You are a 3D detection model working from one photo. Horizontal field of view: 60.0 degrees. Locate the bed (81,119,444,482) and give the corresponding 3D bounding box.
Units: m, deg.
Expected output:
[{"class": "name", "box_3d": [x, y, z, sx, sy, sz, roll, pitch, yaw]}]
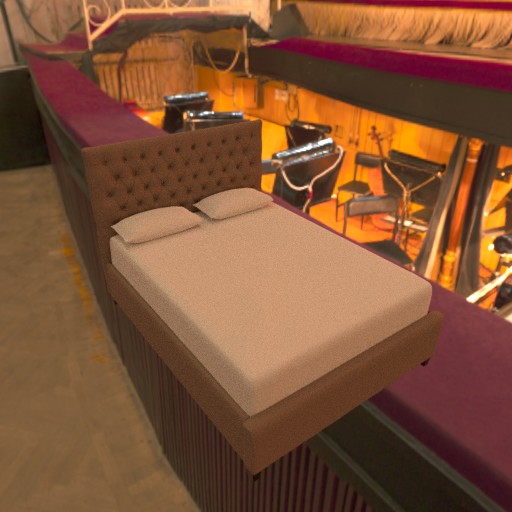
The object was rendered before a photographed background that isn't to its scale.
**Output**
[{"class": "bed", "box_3d": [0.000, 0.000, 3.341, 1.696, 1.426, 2.233, -20, 35, -31]}]
